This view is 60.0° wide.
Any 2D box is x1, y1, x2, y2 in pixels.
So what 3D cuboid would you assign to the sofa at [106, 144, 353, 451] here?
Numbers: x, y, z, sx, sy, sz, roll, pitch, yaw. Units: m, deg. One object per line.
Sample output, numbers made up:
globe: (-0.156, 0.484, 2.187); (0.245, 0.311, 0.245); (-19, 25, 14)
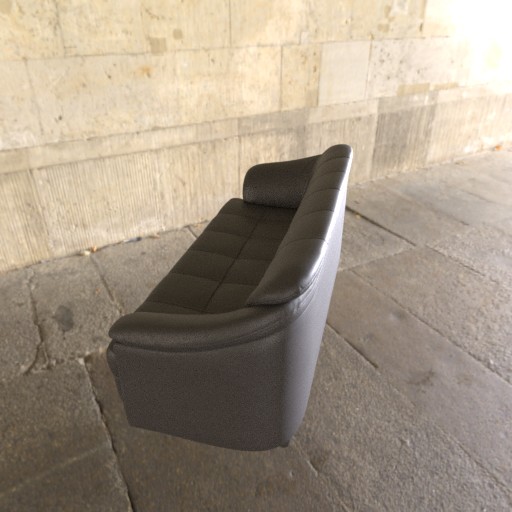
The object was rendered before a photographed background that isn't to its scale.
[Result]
sofa: (0.000, 0.000, 2.249); (0.800, 0.811, 1.829); (8, 31, 13)
